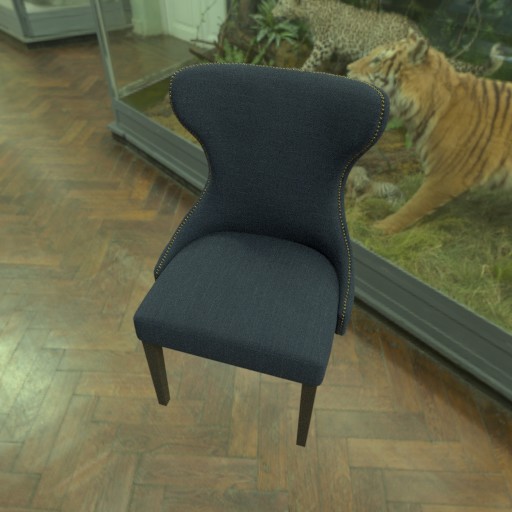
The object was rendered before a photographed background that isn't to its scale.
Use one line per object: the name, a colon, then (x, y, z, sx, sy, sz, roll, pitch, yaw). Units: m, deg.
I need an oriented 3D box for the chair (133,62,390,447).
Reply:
chair: (0.000, 0.000, 1.365, 0.628, 0.967, 0.635, 11, 42, 13)
